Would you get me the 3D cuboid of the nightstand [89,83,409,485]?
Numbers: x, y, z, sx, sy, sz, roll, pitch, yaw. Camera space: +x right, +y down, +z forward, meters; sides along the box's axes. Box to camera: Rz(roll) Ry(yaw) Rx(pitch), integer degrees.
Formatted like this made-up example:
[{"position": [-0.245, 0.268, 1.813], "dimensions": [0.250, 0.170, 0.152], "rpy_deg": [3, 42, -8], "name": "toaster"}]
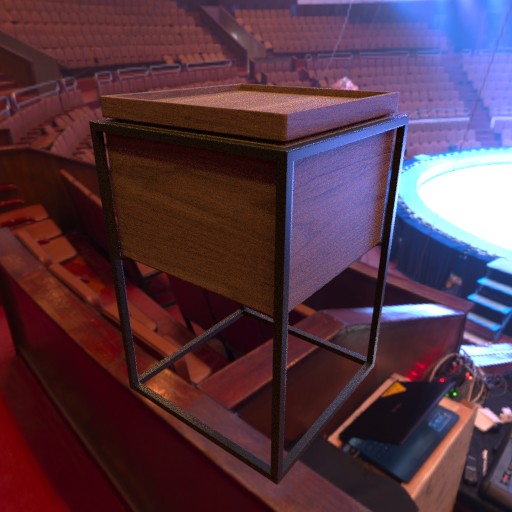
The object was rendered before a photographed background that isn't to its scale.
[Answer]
[{"position": [0.000, 0.000, 0.881], "dimensions": [0.397, 0.607, 0.397], "rpy_deg": [18, 30, 33], "name": "nightstand"}]
